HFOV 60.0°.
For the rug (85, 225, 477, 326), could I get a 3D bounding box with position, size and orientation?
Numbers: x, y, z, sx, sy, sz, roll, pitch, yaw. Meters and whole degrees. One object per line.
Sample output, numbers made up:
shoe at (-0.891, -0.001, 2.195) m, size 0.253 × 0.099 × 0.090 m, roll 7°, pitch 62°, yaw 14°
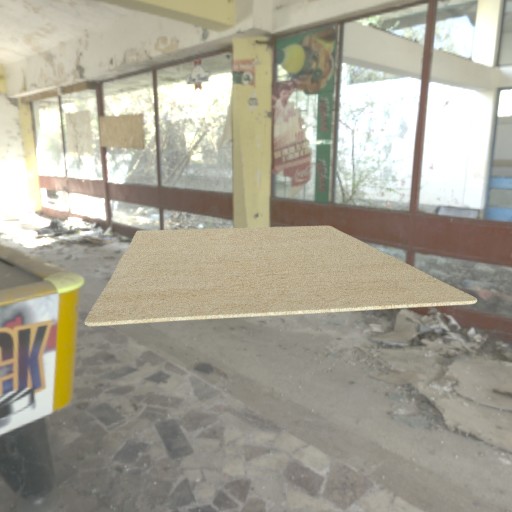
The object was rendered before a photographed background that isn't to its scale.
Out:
rug at (0.000, 0.000, 4.052) m, size 2.401 × 0.025 × 3.001 m, roll -2°, pitch 13°, yaw -9°
